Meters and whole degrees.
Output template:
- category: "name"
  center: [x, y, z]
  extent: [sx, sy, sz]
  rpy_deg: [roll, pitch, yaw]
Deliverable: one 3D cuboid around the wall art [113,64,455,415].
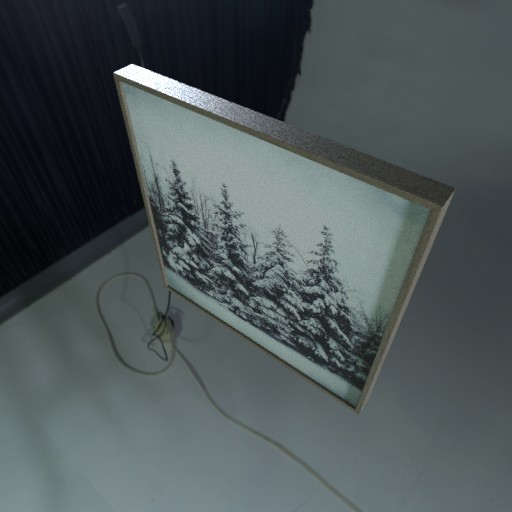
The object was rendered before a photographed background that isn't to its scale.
- category: "wall art"
  center: [0.000, 0.000, 0.753]
  extent: [0.507, 0.507, 0.037]
  rpy_deg: [29, 53, 24]
